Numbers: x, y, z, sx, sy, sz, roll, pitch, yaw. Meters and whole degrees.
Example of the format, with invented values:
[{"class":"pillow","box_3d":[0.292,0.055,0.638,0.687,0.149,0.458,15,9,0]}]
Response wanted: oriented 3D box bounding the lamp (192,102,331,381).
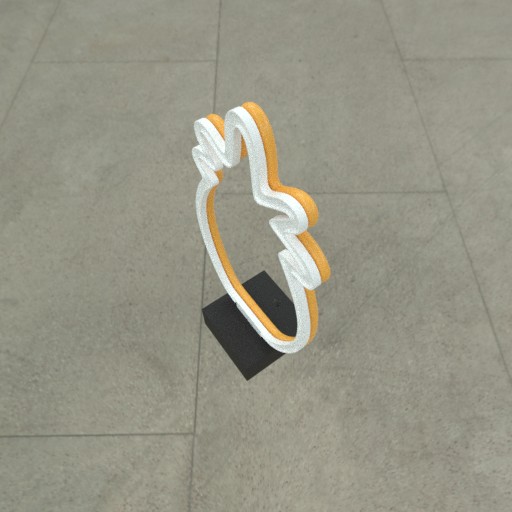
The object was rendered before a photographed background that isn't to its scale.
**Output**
[{"class":"lamp","box_3d":[0.000,0.000,0.396,0.088,0.317,0.167,-31,61,-19]}]
